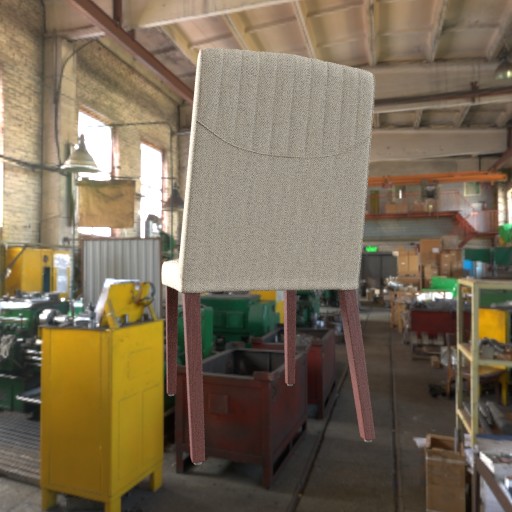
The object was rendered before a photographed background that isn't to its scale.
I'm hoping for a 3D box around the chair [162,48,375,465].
[{"bbox_3d":[0.000,0.000,1.258,0.480,0.900,0.594,0,-1,-17],"label":"chair"}]
